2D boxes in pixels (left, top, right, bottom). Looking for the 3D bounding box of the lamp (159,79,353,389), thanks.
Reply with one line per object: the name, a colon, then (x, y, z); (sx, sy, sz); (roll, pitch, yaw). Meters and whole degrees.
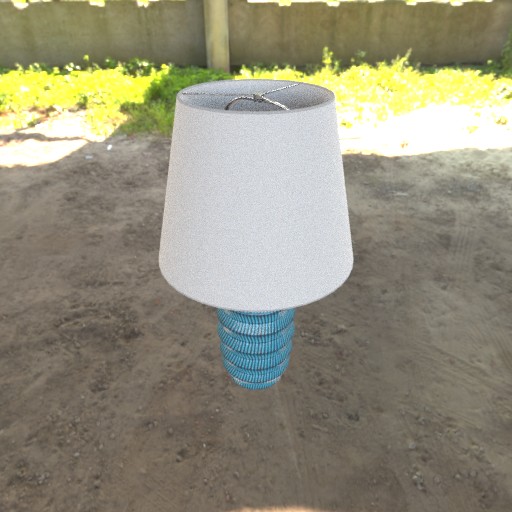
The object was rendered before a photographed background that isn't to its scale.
lamp: (0.000, 0.000, 0.826); (0.355, 0.582, 0.355); (0, 31, 0)
